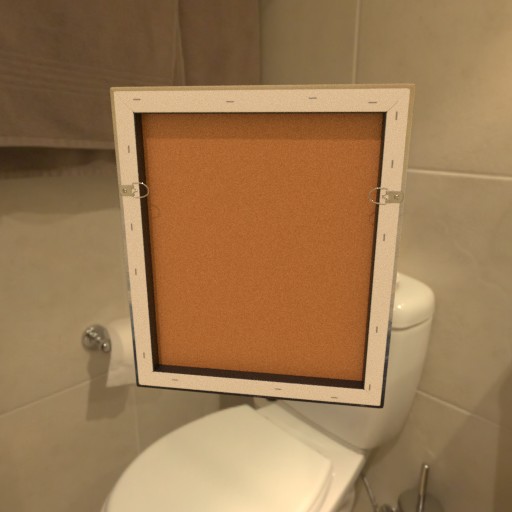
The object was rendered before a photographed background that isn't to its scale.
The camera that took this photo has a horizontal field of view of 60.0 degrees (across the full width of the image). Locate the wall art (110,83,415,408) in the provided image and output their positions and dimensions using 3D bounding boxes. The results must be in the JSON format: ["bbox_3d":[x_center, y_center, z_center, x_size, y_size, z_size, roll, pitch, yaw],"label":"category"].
[{"bbox_3d":[0.000,0.000,0.988,0.608,0.710,0.041,3,17,8],"label":"wall art"}]
